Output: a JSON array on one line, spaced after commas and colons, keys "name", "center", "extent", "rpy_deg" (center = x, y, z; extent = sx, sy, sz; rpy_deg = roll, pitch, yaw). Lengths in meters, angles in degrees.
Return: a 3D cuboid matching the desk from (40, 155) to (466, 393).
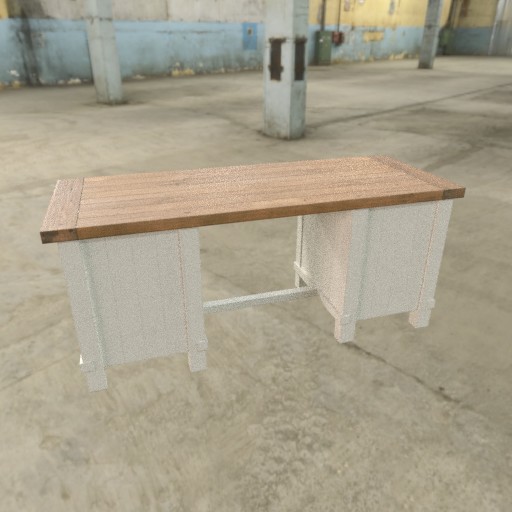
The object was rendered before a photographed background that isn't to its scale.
[{"name": "desk", "center": [0.000, 0.000, 2.260], "extent": [1.803, 0.760, 0.688], "rpy_deg": [-8, 27, -15]}]
